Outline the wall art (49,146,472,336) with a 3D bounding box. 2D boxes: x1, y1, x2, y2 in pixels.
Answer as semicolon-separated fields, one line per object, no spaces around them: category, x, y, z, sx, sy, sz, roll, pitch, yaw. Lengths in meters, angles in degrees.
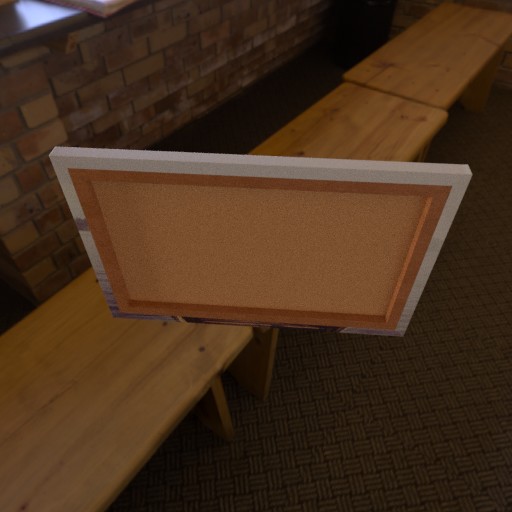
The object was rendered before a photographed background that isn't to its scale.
wall art;0.000;0.000;1.187;0.916;0.609;0.037;3;46;3
